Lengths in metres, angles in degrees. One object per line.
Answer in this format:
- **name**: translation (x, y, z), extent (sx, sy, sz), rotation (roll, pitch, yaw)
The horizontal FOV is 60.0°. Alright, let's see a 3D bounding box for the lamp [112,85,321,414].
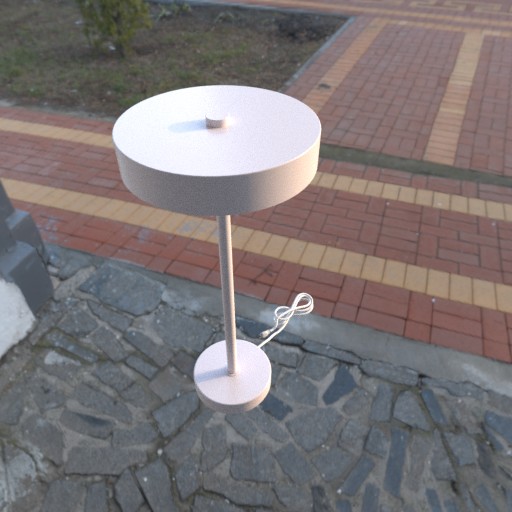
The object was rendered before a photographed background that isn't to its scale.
- **lamp**: translation (0.000, 0.000, 0.696), extent (0.229, 0.508, 0.369), rotation (26, 48, 27)
